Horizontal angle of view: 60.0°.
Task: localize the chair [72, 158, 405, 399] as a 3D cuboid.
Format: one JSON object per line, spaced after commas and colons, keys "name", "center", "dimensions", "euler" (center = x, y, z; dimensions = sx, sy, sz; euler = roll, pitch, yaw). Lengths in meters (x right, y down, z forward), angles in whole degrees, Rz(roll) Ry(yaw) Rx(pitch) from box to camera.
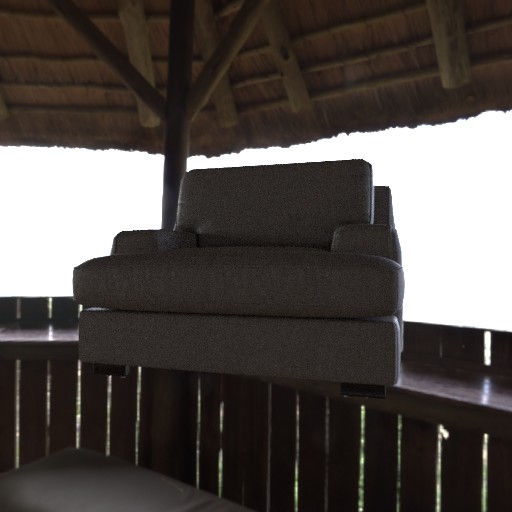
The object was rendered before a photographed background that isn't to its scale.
{"name": "chair", "center": [0.000, 0.000, 2.029], "dimensions": [1.270, 0.974, 1.043], "euler": [0, 0, 16]}
